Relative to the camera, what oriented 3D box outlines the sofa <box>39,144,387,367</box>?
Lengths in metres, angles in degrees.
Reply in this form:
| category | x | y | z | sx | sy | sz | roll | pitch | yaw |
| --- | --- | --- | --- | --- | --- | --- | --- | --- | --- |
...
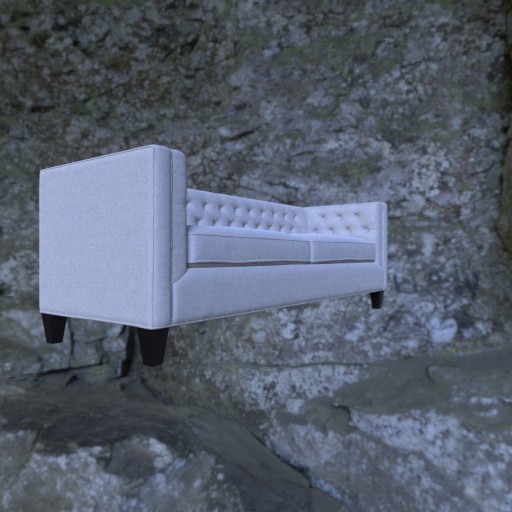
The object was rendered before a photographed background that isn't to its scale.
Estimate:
| category | x | y | z | sx | sy | sz | roll | pitch | yaw |
| --- | --- | --- | --- | --- | --- | --- | --- | --- | --- |
| sofa | 0.000 | 0.000 | 2.571 | 0.775 | 0.762 | 2.159 | 0 | 0 | 37 |
